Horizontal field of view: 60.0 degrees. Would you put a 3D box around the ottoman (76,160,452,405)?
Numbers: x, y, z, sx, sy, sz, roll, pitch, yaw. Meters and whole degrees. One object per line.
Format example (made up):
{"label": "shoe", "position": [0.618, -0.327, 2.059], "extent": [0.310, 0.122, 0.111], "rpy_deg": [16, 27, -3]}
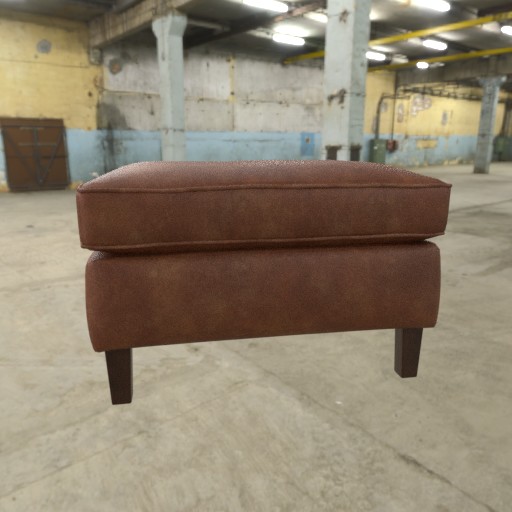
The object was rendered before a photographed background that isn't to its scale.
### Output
{"label": "ottoman", "position": [0.000, 0.000, 0.996], "extent": [0.665, 0.418, 0.501], "rpy_deg": [-2, 14, -9]}
